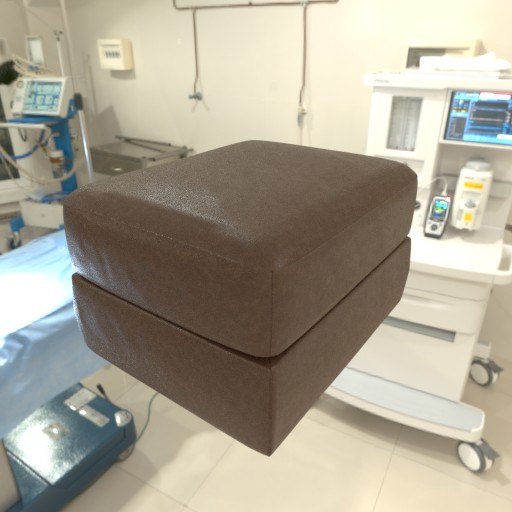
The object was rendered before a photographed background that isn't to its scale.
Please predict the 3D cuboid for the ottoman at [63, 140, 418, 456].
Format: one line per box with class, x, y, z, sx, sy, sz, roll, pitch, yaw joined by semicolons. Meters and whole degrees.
ottoman;0.000;0.000;1.163;0.603;0.476;0.751;18;31;32
